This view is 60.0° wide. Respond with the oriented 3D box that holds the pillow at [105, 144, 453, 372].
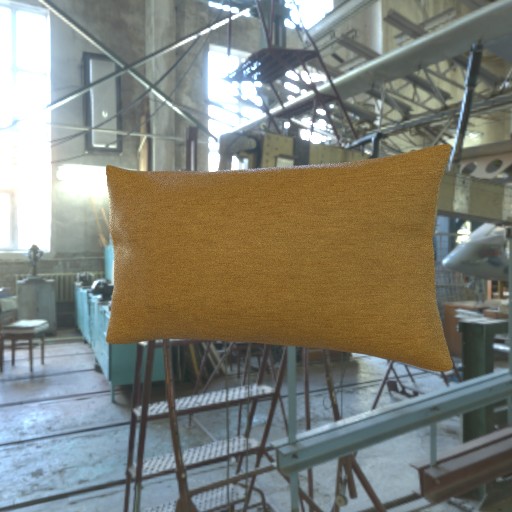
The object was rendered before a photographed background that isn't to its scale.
[{"bbox_3d":[0.000,0.000,0.771,0.634,0.354,0.210,0,1,18],"label":"pillow"}]
